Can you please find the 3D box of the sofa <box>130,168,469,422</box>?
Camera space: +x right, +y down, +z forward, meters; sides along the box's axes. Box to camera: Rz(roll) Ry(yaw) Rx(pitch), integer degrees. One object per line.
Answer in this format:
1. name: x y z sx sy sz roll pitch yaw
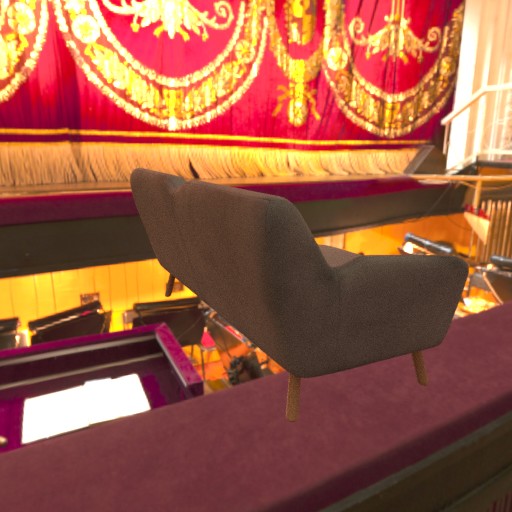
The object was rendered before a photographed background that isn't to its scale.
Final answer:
1. sofa: 0.000 0.000 2.222 0.850 0.810 1.870 -8 16 -27
